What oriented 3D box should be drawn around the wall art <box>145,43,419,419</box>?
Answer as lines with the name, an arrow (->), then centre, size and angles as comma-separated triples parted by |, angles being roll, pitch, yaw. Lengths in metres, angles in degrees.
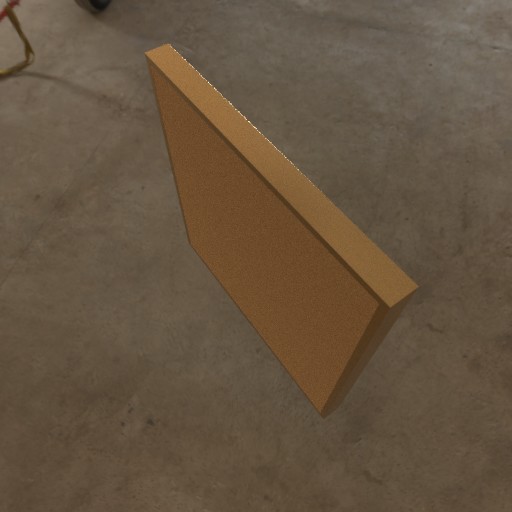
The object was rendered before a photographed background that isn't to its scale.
wall art -> 0.000, 0.000, 0.767 | 0.040, 0.509, 0.509 | -31, 63, -18
